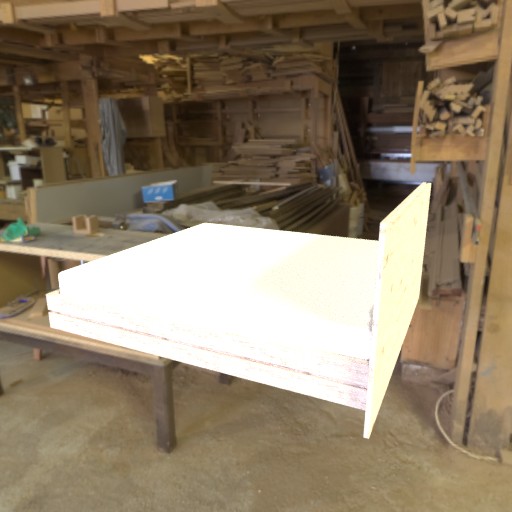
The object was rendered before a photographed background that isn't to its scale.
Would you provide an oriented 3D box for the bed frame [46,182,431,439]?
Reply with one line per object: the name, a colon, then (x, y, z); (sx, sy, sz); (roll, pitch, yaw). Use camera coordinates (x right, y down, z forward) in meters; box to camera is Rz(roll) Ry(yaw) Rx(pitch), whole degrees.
bed frame: (0.000, 0.000, 3.161); (2.080, 0.970, 1.950); (8, 18, 25)
